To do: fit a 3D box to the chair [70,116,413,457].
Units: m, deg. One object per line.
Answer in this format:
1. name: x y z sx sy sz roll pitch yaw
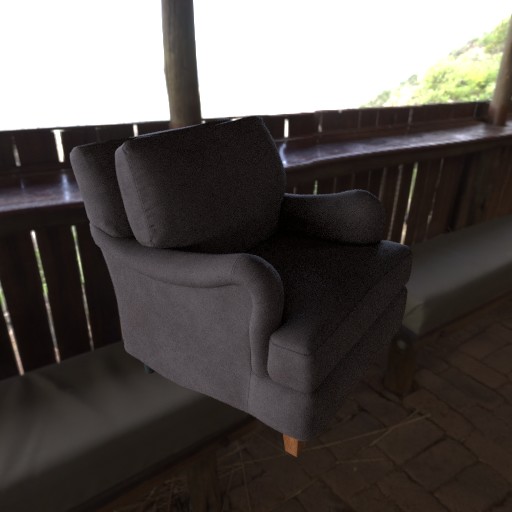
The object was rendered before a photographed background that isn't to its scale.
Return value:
1. chair: 0.000 0.000 1.827 1.070 0.997 0.955 17 30 32
